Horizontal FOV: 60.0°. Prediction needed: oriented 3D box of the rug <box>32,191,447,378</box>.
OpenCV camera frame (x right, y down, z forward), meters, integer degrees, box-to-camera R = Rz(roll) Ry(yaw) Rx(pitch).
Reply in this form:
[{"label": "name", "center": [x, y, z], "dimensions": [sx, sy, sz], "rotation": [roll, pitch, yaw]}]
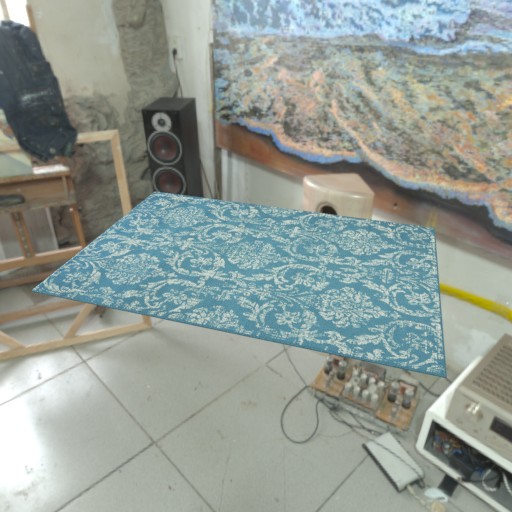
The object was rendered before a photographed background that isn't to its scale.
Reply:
[{"label": "rug", "center": [0.000, 0.000, 3.514], "dimensions": [2.746, 0.018, 1.816], "rotation": [9, 33, 14]}]
